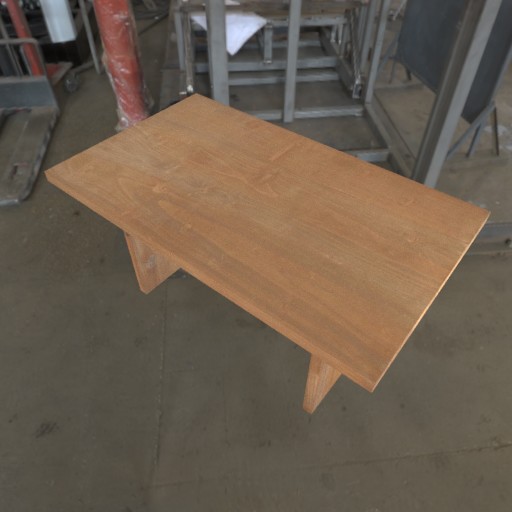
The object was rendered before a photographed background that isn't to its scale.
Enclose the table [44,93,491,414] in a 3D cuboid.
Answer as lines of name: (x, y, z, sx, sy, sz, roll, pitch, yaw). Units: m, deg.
table: (0.000, 0.000, 2.116, 1.609, 0.780, 0.946, 30, 53, 26)
